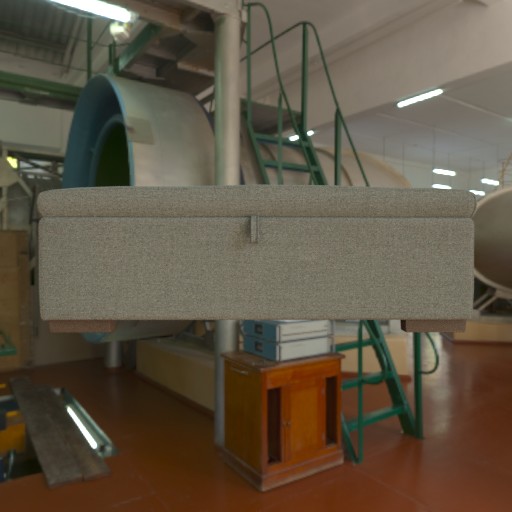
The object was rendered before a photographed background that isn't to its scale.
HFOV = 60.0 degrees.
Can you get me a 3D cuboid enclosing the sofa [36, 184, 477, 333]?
[{"bbox_3d":[0.000,0.000,1.622,1.250,0.434,0.817,0,1,0],"label":"sofa"}]
